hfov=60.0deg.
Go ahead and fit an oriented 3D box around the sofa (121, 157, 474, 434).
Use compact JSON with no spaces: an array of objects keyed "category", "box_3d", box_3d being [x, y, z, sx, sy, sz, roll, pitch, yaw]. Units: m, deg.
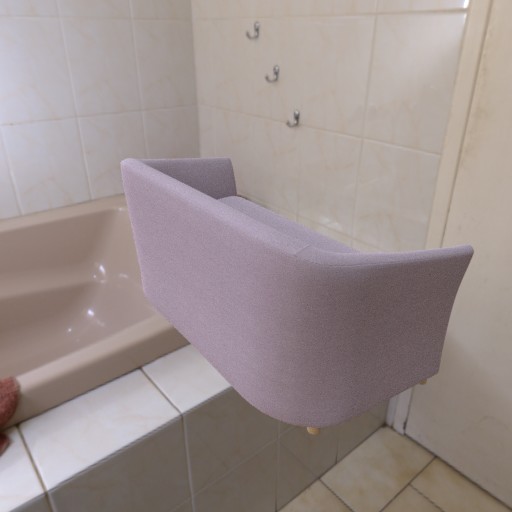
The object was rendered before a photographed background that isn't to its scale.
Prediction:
[{"category":"sofa","box_3d":[0.000,0.000,1.861,0.705,0.721,1.452,-19,32,-32]}]
